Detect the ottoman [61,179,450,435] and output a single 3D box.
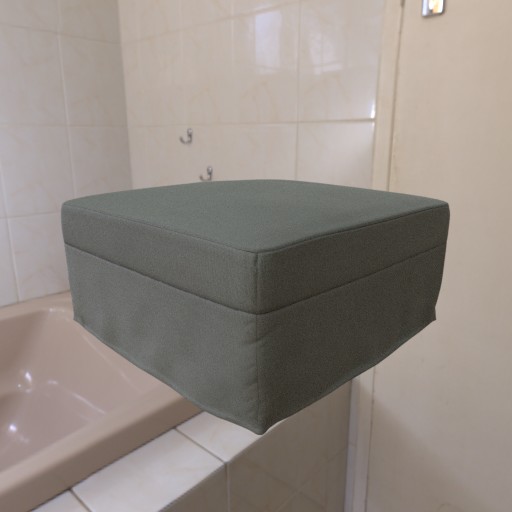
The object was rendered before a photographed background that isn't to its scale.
[{"bbox_3d":[0.000,0.000,1.339,0.842,0.441,0.843,14,21,43],"label":"ottoman"}]
